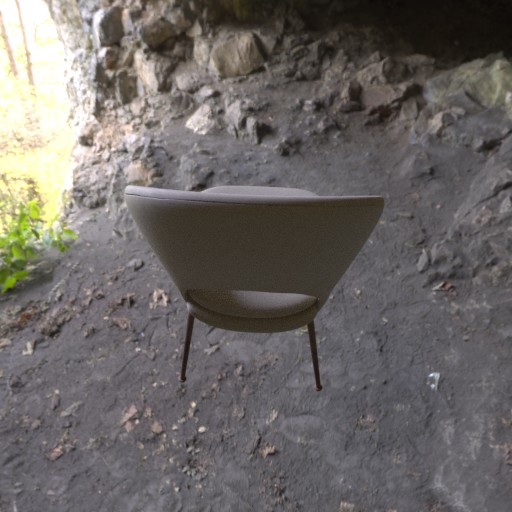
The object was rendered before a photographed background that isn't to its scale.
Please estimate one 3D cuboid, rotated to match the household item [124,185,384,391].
[{"bbox_3d":[0.000,0.000,1.271,0.623,0.852,0.573,3,46,3],"label":"household item"}]
